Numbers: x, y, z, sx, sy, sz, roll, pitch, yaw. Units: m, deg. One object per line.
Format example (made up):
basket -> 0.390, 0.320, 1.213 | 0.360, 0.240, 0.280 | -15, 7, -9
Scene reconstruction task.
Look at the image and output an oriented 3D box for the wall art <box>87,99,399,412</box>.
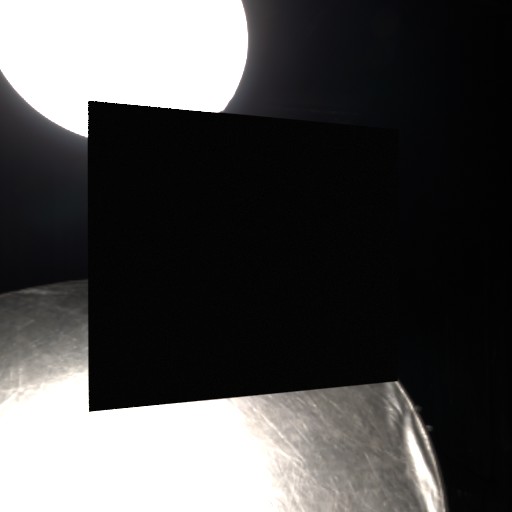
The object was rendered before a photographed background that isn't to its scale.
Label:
wall art -> 0.000, 0.000, 0.538 | 0.381, 0.330, 0.031 | 0, 0, -17
